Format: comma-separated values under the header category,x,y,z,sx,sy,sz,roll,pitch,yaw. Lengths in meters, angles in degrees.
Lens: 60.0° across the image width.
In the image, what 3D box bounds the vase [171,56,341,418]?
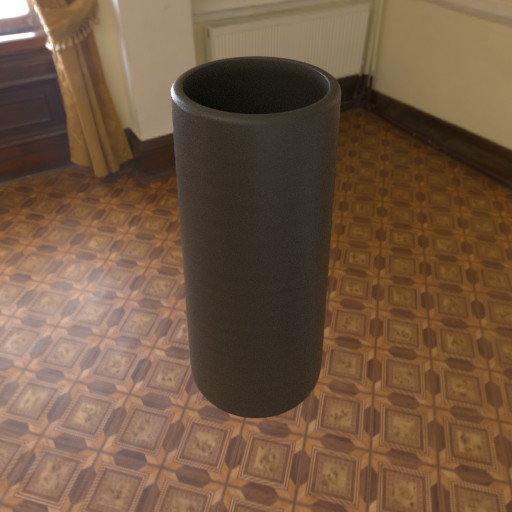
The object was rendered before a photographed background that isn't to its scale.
category,x,y,z,sx,sy,sz,roll,pitch,yaw
vase,0.000,0.000,0.372,0.136,0.289,0.136,-13,43,-14
